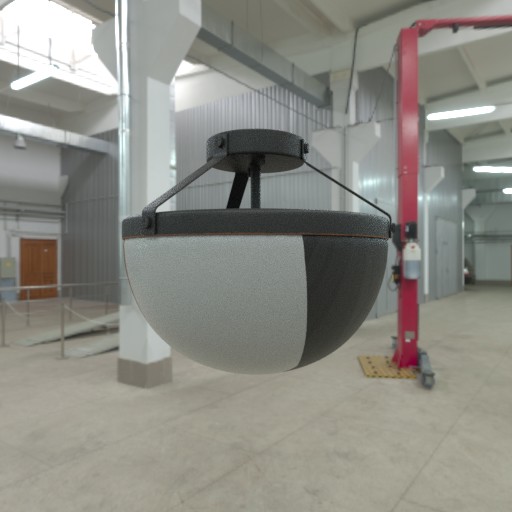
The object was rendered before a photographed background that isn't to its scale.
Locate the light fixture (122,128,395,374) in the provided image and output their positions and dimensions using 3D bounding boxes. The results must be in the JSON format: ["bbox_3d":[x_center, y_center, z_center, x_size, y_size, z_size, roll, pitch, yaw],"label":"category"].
[{"bbox_3d":[0.000,0.000,0.525,0.304,0.269,0.304,0,0,0],"label":"light fixture"}]
